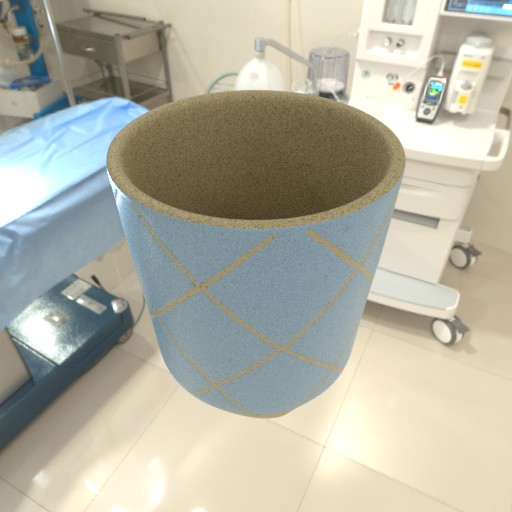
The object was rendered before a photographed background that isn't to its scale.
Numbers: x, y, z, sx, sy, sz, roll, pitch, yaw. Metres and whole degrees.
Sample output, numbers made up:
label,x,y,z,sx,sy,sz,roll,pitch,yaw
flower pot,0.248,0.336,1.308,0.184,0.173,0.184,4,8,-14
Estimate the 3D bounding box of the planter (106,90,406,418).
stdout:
label,x,y,z,sx,sy,sz,roll,pitch,yaw
planter,0.000,0.000,0.421,0.227,0.235,0.227,0,40,0
